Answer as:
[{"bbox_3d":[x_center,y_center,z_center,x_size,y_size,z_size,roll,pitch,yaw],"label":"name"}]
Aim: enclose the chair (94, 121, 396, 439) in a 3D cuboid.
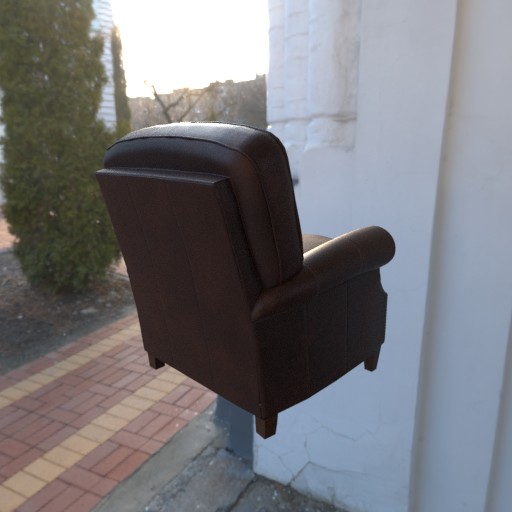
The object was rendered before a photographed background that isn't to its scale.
[{"bbox_3d":[0.000,0.000,1.792,0.936,1.018,0.986,14,19,43],"label":"chair"}]
